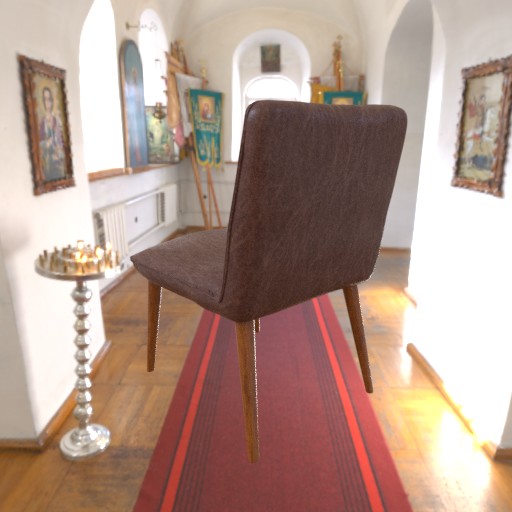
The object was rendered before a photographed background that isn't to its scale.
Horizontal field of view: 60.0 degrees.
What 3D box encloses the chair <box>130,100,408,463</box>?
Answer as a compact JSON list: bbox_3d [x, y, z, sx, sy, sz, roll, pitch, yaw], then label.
[{"bbox_3d":[0.000,0.000,1.256,0.543,0.803,0.645,-15,22,-42],"label":"chair"}]
